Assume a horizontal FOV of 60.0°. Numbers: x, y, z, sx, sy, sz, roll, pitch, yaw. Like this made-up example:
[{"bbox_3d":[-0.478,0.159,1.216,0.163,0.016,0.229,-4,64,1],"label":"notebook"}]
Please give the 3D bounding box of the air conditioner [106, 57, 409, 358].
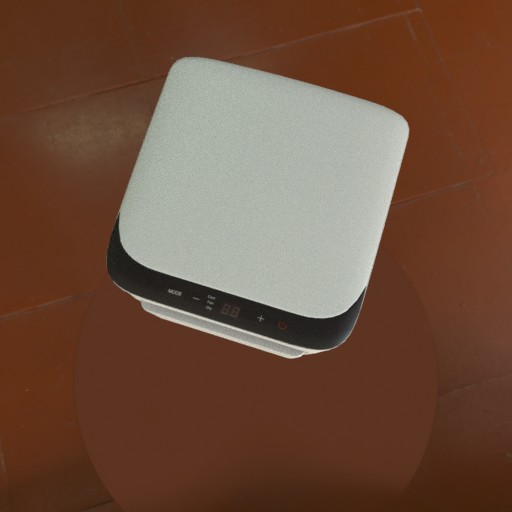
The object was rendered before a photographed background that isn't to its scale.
[{"bbox_3d":[0.000,0.000,0.926,0.352,0.716,0.369,17,77,4],"label":"air conditioner"}]
